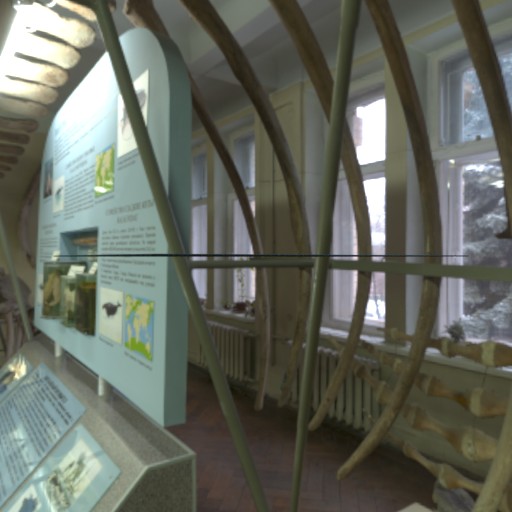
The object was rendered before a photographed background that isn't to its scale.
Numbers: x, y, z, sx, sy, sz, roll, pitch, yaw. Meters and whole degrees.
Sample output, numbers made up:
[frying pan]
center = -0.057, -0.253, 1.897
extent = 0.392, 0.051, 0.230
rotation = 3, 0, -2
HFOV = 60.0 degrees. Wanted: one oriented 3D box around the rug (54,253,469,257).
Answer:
[rug]
center = 0.000, 0.000, 4.145
extent = 3.048, 0.010, 2.438
rotation = 0, 0, -35
